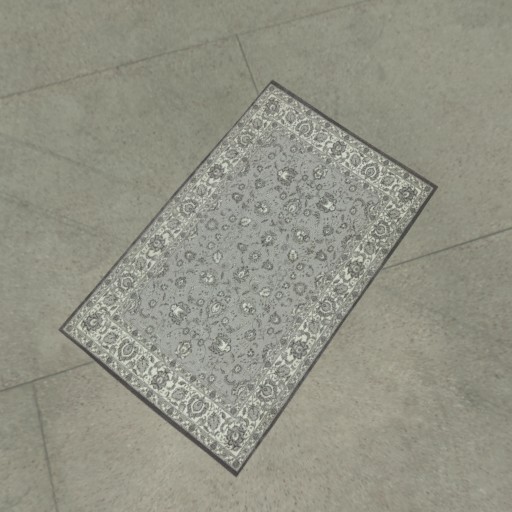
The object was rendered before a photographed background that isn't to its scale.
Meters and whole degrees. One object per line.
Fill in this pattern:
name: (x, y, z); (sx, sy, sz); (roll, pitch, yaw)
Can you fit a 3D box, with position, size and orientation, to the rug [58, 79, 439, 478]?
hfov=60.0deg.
rug: (0.000, 0.000, 3.101); (1.524, 0.011, 2.438); (36, 78, 9)
